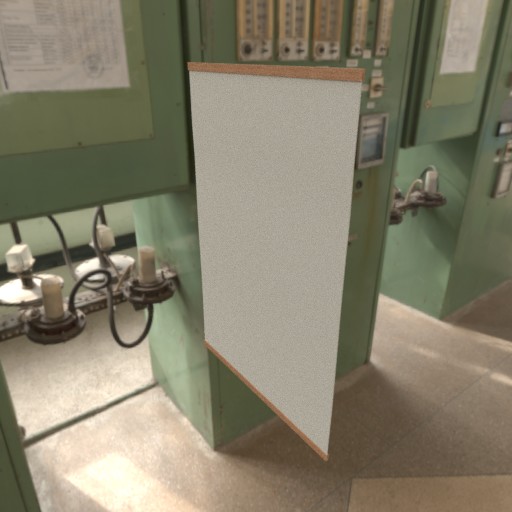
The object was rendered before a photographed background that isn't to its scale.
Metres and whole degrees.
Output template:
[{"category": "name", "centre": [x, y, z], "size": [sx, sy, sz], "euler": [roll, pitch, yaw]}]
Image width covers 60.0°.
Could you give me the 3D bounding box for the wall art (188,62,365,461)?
[{"category": "wall art", "centre": [0.000, 0.000, 1.924], "size": [0.019, 1.527, 1.019], "euler": [-17, 30, -32]}]
